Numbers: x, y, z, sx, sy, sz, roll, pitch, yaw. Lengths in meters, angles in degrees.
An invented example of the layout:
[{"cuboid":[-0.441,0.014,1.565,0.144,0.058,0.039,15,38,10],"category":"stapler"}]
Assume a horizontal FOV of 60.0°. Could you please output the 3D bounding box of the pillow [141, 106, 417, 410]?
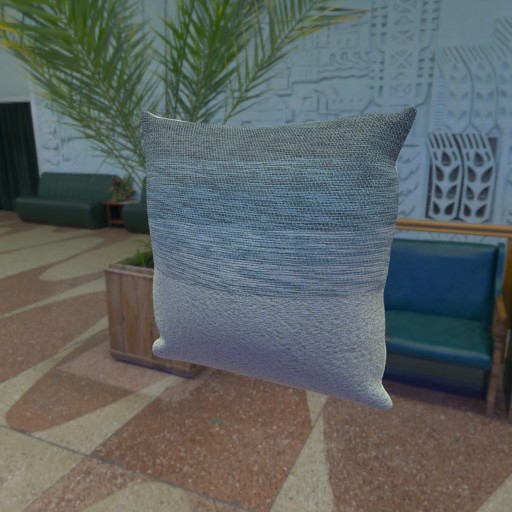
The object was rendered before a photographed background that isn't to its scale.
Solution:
[{"cuboid":[0.000,0.000,0.688,0.440,0.441,0.182,7,16,25],"category":"pillow"}]
